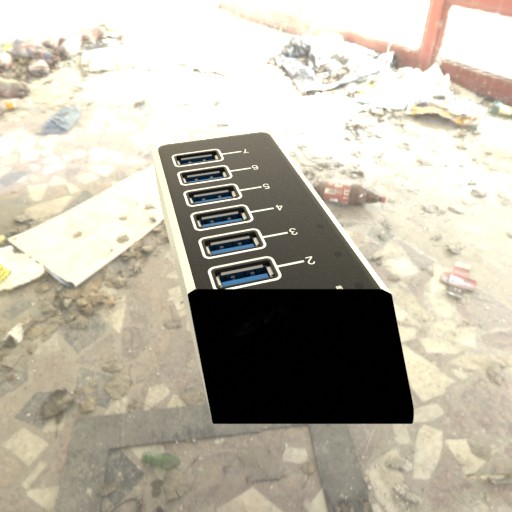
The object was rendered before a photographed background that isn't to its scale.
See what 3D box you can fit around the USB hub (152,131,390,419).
[{"bbox_3d":[0.000,0.000,0.126,0.044,0.023,0.110,-11,42,-12],"label":"USB hub"}]
